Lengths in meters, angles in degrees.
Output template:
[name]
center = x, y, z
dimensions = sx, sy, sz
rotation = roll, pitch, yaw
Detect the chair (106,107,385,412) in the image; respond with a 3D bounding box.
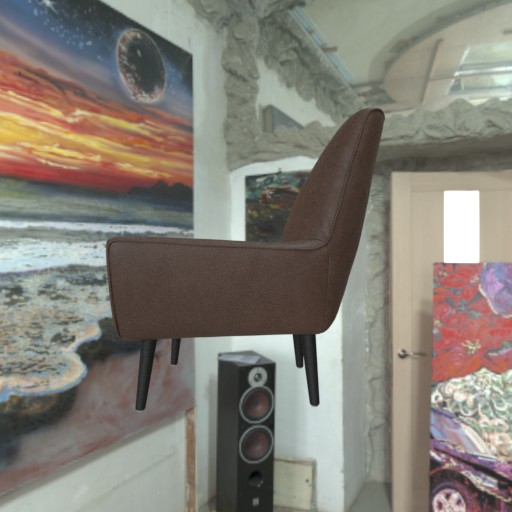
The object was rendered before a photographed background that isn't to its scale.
[chair]
center = 0.000, 0.000, 1.532
dimensions = 0.824, 0.888, 0.787
rotation = 0, 0, 0
